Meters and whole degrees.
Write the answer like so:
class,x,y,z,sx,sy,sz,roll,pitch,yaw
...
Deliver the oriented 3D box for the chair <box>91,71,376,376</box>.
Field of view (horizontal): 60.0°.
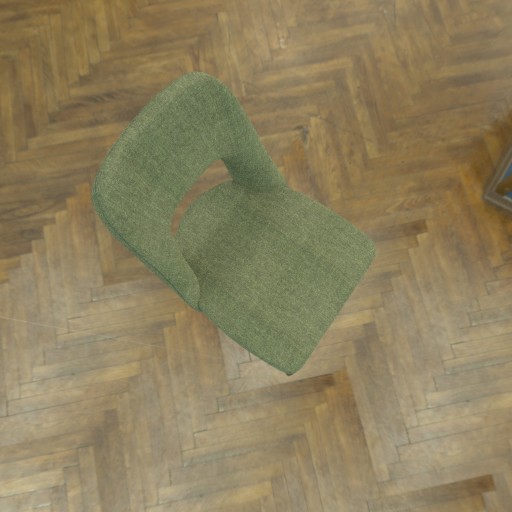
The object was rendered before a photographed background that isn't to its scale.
class,x,y,z,sx,sy,sz,roll,pitch,yaw
chair,0.000,0.000,1.295,0.612,0.931,0.470,35,79,8
